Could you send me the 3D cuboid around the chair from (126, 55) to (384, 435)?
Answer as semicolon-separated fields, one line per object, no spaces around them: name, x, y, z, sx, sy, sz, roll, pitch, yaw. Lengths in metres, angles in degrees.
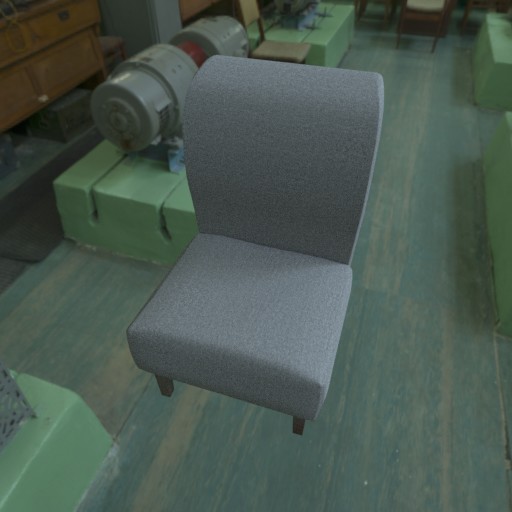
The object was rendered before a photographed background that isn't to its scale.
chair;0.000;0.000;1.166;0.513;0.804;0.592;12;43;13
